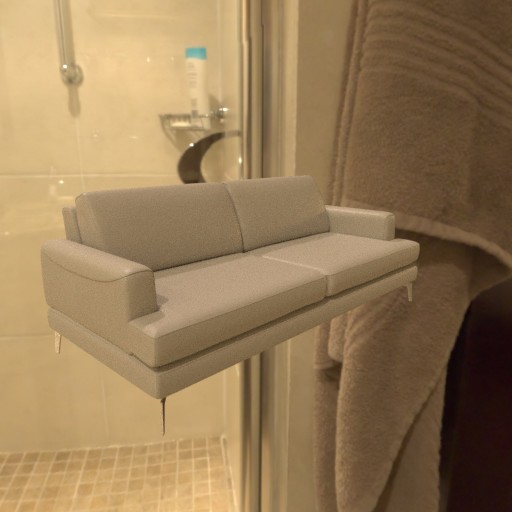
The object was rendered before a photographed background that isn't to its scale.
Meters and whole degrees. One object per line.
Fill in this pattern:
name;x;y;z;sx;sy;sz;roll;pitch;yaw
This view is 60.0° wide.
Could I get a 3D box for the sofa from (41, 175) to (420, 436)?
sofa;0.000;0.000;2.384;0.974;0.765;1.940;13;19;43
